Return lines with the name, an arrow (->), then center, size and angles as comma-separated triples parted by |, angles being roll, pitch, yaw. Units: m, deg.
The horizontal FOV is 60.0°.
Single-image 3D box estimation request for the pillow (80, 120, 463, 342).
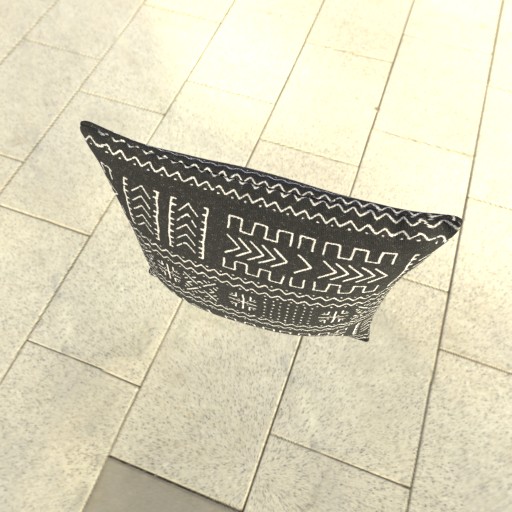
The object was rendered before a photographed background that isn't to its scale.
pillow -> 0.000, 0.000, 0.661 | 0.438, 0.430, 0.164 | 16, 65, 8
